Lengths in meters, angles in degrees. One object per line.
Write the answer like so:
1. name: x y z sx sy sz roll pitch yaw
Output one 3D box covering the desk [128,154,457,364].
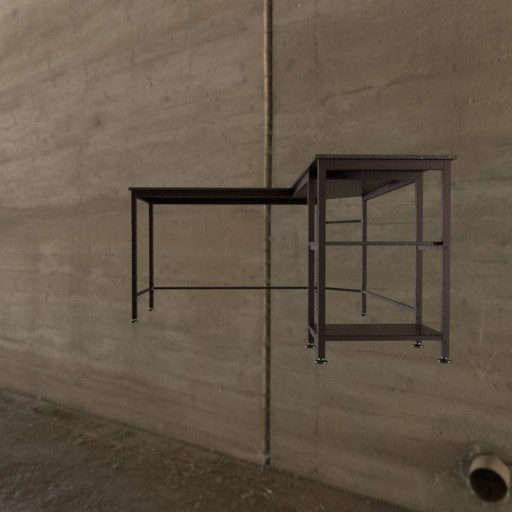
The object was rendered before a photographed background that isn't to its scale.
1. desk: 0.000 0.000 2.240 1.379 0.739 1.379 0 1 -2
